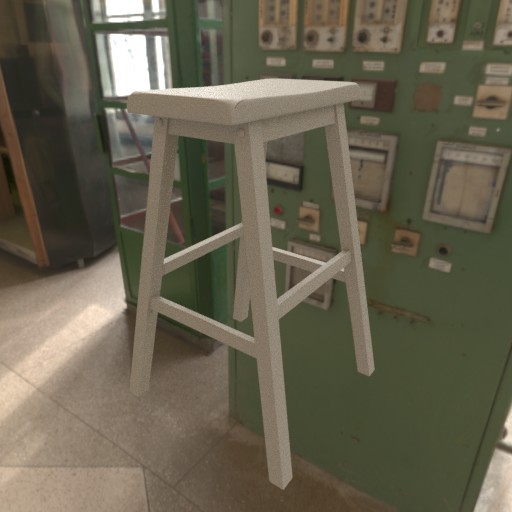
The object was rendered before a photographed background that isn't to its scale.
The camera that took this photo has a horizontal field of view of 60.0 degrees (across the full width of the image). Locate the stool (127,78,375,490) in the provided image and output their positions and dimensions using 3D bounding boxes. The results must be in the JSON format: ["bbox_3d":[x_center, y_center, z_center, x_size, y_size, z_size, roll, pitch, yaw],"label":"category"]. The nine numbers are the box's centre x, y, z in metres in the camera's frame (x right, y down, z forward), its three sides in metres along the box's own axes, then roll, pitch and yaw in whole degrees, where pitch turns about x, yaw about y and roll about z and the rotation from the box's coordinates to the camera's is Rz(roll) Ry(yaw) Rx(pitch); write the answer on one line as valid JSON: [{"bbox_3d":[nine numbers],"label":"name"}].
[{"bbox_3d":[0.000,0.000,1.028,0.476,0.737,0.457,18,30,33],"label":"stool"}]
